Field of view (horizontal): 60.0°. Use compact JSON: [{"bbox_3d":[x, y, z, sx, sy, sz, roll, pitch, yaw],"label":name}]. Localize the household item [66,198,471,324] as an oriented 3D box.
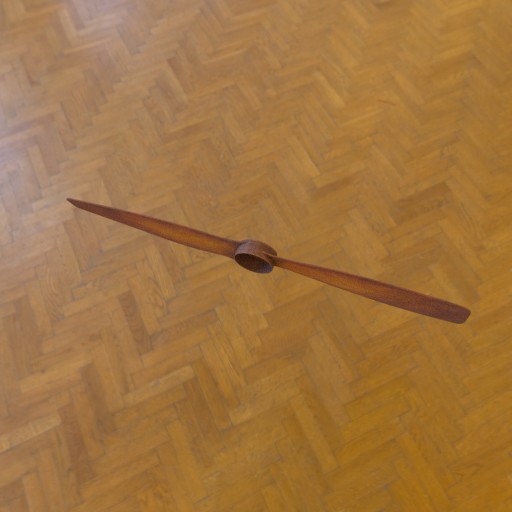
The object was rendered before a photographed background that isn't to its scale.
[{"bbox_3d":[0.000,0.000,1.256,1.181,0.121,0.051,16,65,8],"label":"household item"}]
